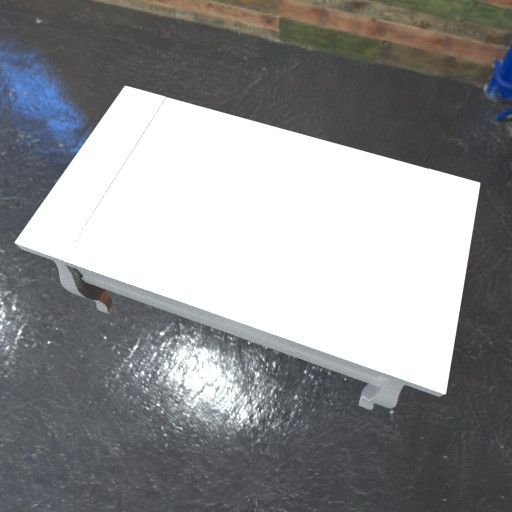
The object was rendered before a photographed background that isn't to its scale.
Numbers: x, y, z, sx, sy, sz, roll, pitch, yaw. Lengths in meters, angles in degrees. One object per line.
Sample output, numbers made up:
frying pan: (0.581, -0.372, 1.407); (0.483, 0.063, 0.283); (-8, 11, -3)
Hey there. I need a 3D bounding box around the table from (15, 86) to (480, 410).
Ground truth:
table: (0.000, 0.000, 1.361); (1.062, 0.495, 0.600); (18, 64, 9)
